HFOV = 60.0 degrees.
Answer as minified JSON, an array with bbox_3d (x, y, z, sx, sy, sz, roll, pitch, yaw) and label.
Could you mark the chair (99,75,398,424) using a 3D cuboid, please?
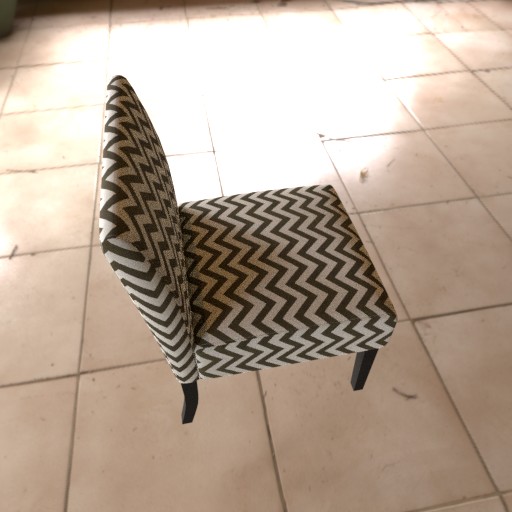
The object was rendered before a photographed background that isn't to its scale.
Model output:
[{"bbox_3d":[0.000,0.000,1.248,0.648,0.838,0.589,-8,48,-8],"label":"chair"}]
